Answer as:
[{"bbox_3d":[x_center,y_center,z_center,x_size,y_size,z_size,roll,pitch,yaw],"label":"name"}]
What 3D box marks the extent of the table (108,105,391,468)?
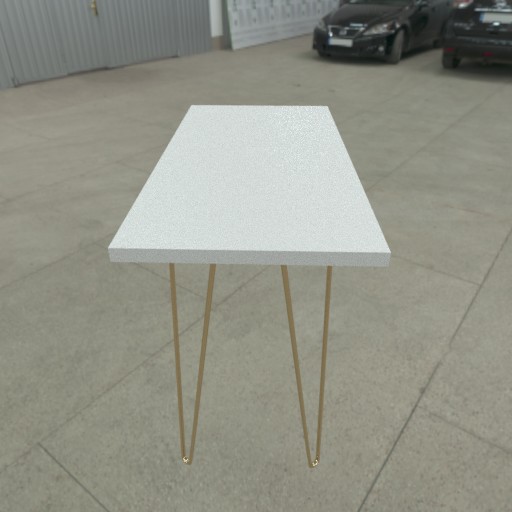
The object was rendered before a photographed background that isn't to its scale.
[{"bbox_3d":[0.000,0.000,1.371,0.498,0.660,0.991,1,33,1],"label":"table"}]
